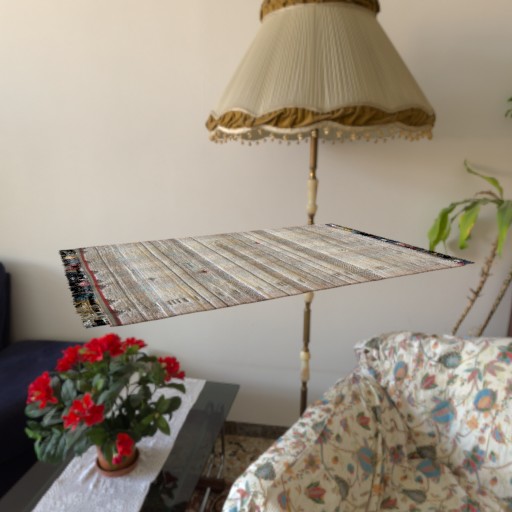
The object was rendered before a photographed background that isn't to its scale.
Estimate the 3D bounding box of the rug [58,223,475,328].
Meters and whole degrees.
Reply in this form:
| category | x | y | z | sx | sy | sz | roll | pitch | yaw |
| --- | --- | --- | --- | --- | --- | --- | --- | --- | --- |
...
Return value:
| category | x | y | z | sx | sy | sz | roll | pitch | yaw |
| --- | --- | --- | --- | --- | --- | --- | --- | --- | --- |
| rug | 0.000 | 0.000 | 2.315 | 1.848 | 0.012 | 1.217 | -7 | 16 | -26 |
